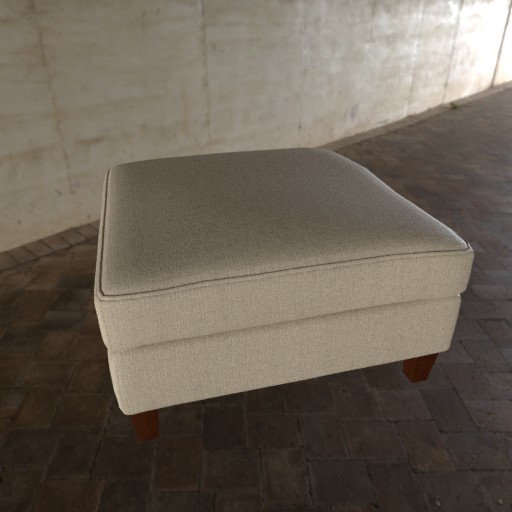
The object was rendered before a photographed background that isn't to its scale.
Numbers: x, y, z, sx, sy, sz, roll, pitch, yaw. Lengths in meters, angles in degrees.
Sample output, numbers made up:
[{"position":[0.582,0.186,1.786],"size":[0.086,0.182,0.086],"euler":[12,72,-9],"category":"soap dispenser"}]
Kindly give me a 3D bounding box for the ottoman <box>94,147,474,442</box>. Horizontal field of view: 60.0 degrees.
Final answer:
[{"position":[0.000,0.000,1.326],"size":[0.838,0.478,0.838],"euler":[-7,30,-13],"category":"ottoman"}]
